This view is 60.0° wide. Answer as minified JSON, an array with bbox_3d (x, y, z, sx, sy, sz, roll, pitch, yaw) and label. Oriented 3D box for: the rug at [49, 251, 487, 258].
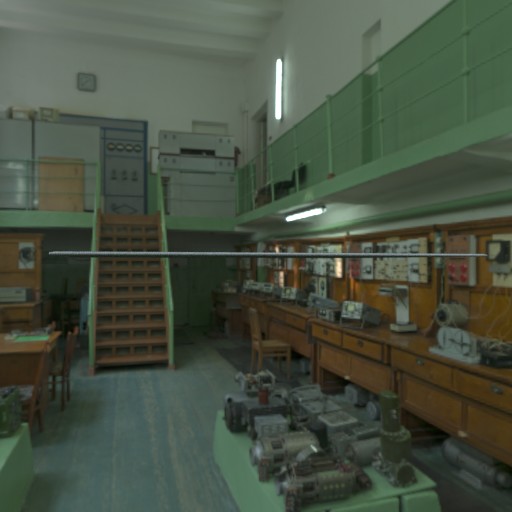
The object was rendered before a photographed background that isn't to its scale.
[{"bbox_3d":[0.000,0.000,3.469,2.746,0.018,1.819,0,-1,-18],"label":"rug"}]
